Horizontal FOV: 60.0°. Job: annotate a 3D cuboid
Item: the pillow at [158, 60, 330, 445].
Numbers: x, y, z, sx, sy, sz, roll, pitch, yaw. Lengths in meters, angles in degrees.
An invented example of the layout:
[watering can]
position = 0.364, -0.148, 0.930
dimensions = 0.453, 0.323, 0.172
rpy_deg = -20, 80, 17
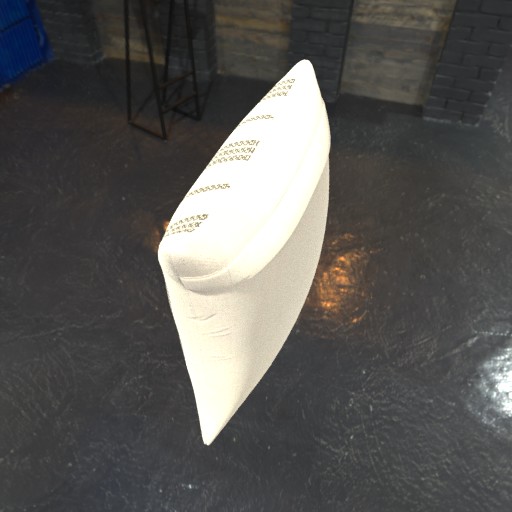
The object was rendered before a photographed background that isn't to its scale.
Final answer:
[pillow]
position = 0.000, 0.000, 0.633
dimensions = 0.173, 0.406, 0.405
rpy_deg = 15, 48, 14
